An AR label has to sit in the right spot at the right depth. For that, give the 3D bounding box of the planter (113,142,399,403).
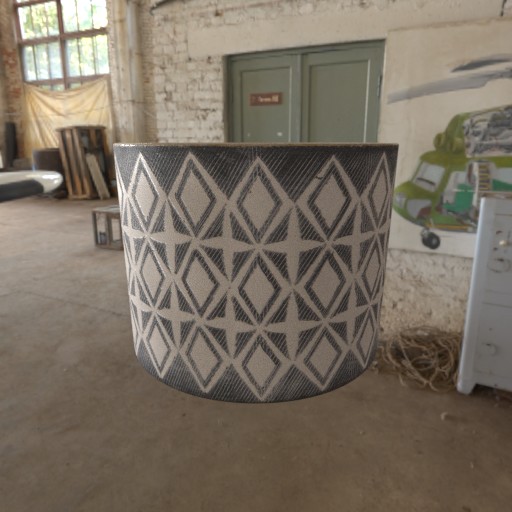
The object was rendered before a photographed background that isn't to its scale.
[{"bbox_3d":[0.000,0.000,0.333,0.192,0.165,0.192,0,14,0],"label":"planter"}]
